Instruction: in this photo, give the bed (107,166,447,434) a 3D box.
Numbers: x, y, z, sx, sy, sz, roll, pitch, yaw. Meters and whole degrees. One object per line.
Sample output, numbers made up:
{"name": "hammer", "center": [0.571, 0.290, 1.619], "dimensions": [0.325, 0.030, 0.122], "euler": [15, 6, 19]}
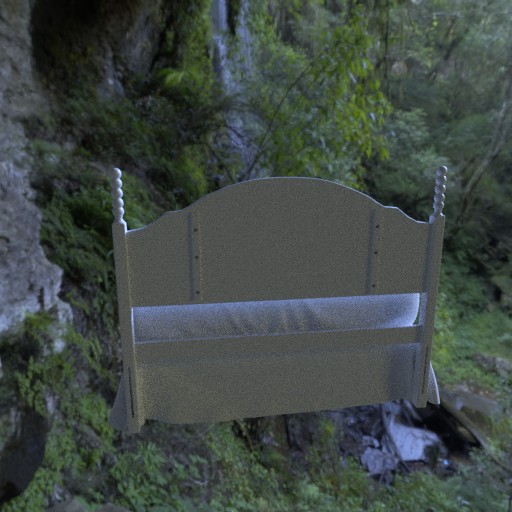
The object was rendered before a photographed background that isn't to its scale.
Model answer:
{"name": "bed", "center": [0.000, 0.000, 3.229], "dimensions": [1.873, 1.356, 2.040], "euler": [-2, 14, -8]}
